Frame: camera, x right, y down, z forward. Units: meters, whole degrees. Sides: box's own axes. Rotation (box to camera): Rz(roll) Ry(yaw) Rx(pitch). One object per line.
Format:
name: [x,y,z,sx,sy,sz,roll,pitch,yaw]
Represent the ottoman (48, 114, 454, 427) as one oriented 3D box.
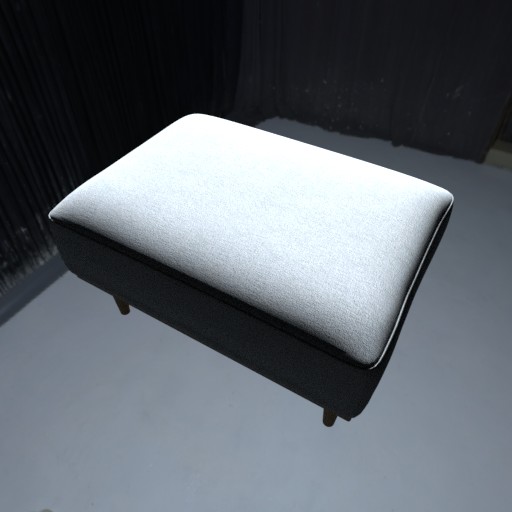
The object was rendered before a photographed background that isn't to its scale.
ottoman: [0.000,0.000,1.072,0.749,0.428,0.549,23,50,21]
